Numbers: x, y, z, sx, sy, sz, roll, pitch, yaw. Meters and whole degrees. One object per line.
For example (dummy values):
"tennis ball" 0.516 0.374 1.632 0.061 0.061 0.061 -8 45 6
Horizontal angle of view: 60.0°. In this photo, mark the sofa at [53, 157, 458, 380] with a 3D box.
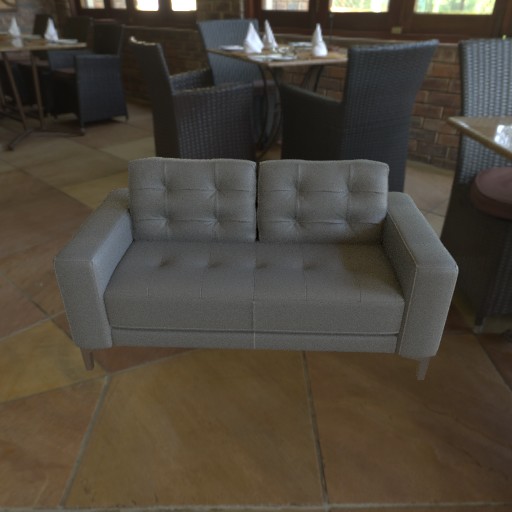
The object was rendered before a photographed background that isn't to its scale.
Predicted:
"sofa" 0.000 0.000 2.268 1.726 0.893 0.833 1 30 2
